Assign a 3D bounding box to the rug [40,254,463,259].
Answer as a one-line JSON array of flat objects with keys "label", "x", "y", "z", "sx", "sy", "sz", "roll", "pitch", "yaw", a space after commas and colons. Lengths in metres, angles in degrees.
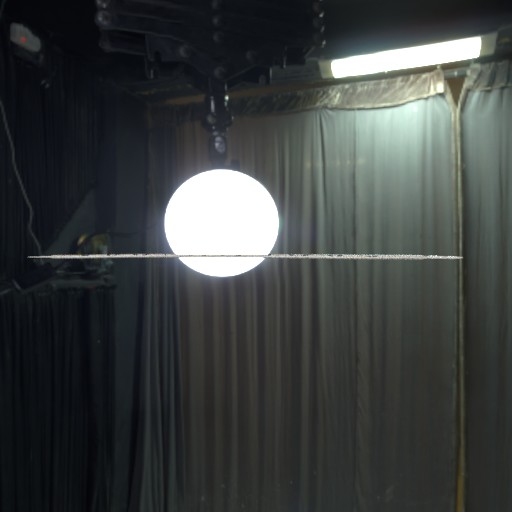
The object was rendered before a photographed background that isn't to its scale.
[{"label": "rug", "x": 0.000, "y": 0.000, "z": 3.256, "sx": 2.615, "sy": 0.029, "sz": 1.664, "roll": 0, "pitch": 0, "yaw": 17}]
